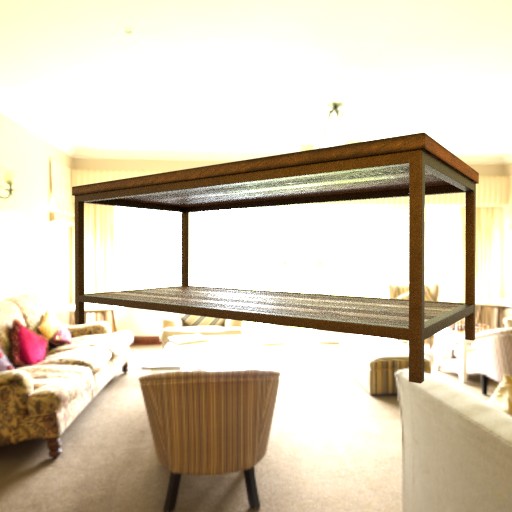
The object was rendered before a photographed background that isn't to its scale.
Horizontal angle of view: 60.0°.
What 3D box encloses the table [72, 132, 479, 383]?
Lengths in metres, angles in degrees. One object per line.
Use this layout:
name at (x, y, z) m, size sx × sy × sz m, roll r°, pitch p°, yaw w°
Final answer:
table at (0.000, 0.000, 1.173) m, size 0.990 × 0.399 × 0.452 m, roll 0°, pitch 1°, yaw 36°
